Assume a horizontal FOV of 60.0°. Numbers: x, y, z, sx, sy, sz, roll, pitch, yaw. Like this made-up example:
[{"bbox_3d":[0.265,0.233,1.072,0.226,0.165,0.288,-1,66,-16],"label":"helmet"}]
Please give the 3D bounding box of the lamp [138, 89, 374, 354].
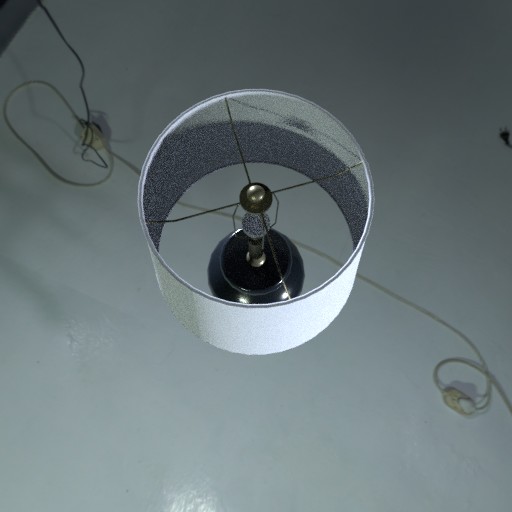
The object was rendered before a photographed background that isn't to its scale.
[{"bbox_3d":[0.000,0.000,0.545,0.239,0.399,0.239,0,75,0],"label":"lamp"}]
